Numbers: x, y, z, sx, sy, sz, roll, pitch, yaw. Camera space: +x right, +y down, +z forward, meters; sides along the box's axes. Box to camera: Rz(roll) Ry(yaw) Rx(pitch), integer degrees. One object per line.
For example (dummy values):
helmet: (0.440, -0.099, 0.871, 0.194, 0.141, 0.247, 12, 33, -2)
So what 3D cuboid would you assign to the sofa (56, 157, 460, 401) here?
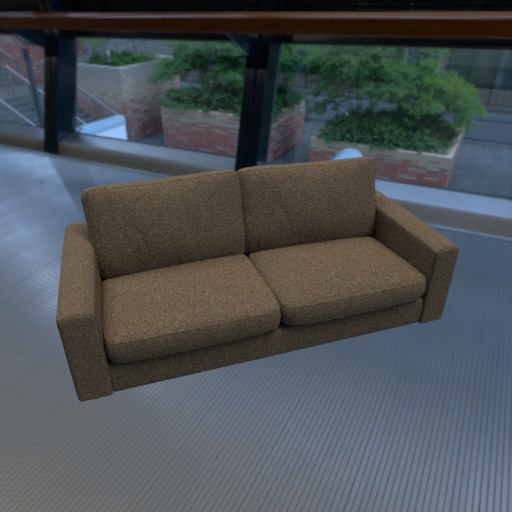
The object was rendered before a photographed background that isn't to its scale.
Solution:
sofa: (0.000, 0.000, 2.695, 2.179, 0.873, 1.016, -9, 32, -15)
